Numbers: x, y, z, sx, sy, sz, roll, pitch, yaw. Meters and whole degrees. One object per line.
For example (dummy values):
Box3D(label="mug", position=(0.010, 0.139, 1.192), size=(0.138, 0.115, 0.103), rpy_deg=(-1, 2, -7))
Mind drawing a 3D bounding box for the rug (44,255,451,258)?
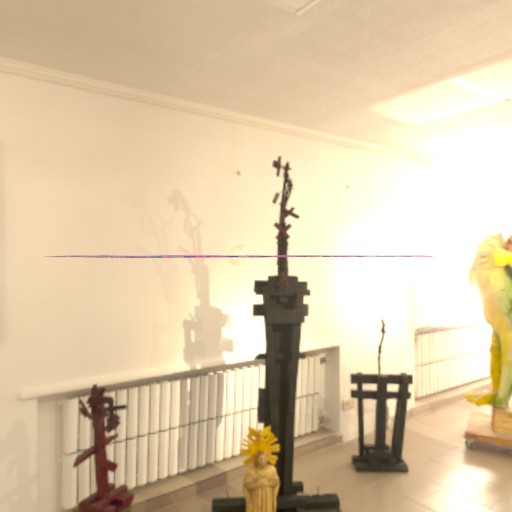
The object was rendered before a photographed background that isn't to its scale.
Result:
Box3D(label="rug", position=(0.000, 0.000, 2.983), size=(2.350, 0.013, 1.539), rpy_deg=(0, 0, -37))
